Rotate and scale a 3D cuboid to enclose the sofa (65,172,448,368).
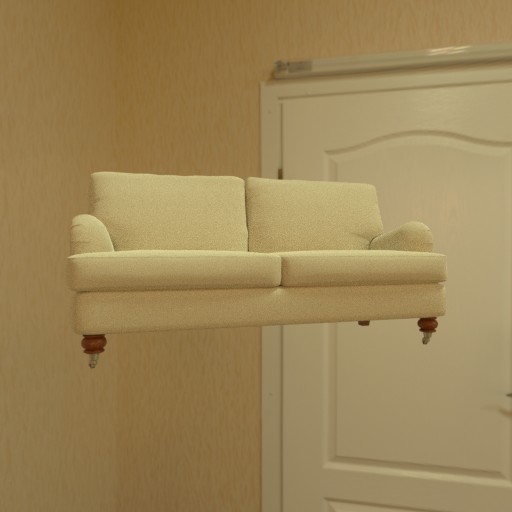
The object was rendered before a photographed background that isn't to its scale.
[{"bbox_3d":[0.000,0.000,2.831,2.159,1.087,1.086,0,1,-17],"label":"sofa"}]
